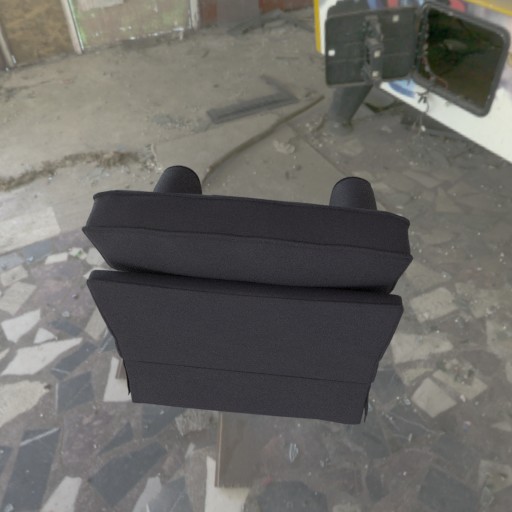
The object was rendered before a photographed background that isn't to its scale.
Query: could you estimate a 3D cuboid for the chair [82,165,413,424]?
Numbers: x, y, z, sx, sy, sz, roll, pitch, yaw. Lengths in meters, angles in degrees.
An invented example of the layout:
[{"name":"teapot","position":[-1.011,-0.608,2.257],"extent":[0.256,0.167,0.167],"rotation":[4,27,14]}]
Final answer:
[{"name":"chair","position":[0.000,0.000,2.003],"extent":[1.119,1.140,1.002],"rotation":[5,46,4]}]
